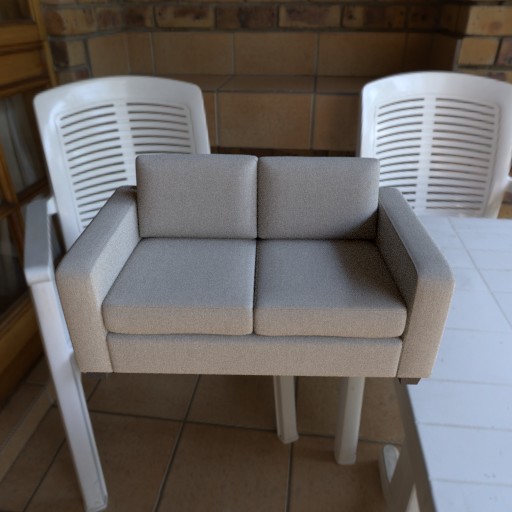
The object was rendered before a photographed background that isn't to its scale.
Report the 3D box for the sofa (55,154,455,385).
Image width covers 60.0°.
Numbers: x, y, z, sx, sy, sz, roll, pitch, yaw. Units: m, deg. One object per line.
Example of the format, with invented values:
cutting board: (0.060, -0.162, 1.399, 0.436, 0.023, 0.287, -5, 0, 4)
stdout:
sofa: (0.000, 0.000, 2.115, 1.540, 0.800, 0.900, 1, 30, 1)
